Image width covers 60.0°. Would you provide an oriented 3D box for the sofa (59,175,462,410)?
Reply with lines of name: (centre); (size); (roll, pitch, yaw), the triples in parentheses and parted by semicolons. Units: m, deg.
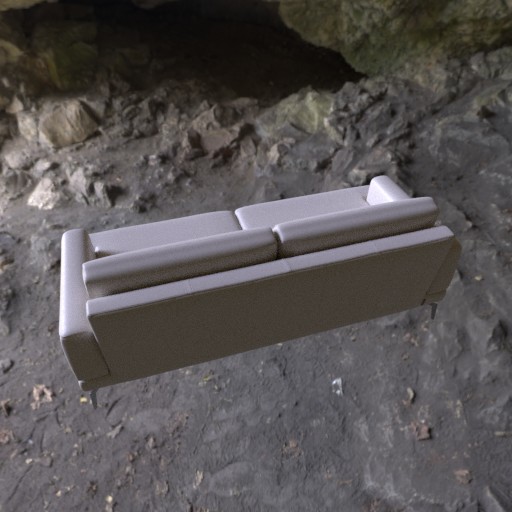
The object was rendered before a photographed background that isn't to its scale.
sofa: (0.000, 0.000, 2.378); (1.940, 0.765, 0.974); (-12, 42, -13)
